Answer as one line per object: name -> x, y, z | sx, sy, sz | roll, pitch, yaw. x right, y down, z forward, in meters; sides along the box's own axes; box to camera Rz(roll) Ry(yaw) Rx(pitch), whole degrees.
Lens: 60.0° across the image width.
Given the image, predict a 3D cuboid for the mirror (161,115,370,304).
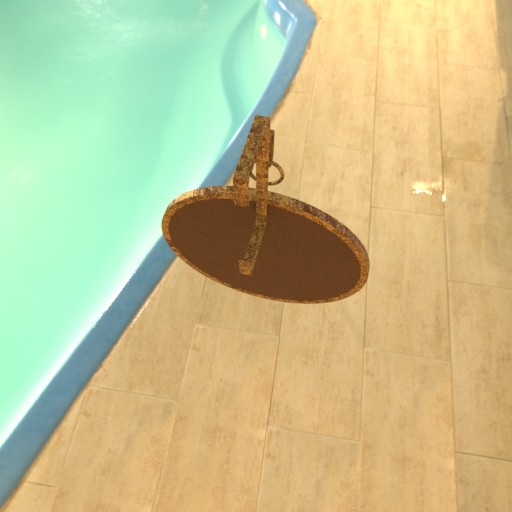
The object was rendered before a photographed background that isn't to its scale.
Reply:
mirror -> 0.000, 0.000, 0.836 | 0.447, 0.651, 0.144 | 13, 63, 7
